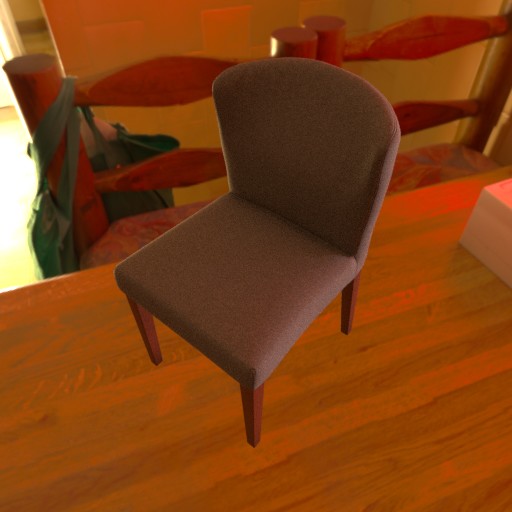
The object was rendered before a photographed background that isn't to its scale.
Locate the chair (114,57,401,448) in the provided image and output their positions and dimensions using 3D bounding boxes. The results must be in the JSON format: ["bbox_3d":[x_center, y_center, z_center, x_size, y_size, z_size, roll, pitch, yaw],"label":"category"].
[{"bbox_3d":[0.000,0.000,1.185,0.491,0.839,0.592,31,53,26],"label":"chair"}]
